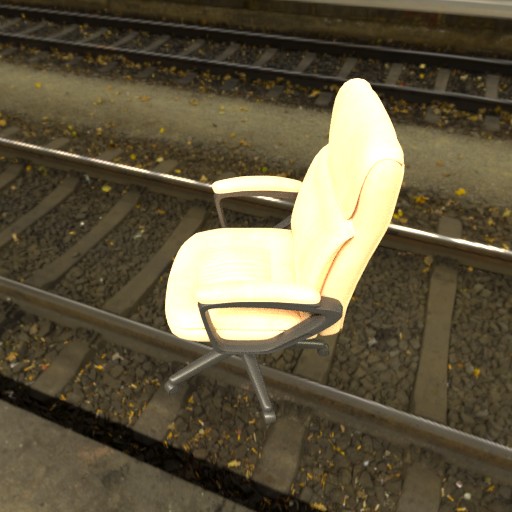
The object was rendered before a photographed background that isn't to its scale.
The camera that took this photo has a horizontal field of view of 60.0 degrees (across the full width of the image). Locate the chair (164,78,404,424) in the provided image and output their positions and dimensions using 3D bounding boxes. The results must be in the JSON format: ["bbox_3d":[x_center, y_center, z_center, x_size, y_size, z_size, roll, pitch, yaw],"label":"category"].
[{"bbox_3d":[0.000,0.000,1.543,0.724,1.105,0.667,0,41,0],"label":"chair"}]
